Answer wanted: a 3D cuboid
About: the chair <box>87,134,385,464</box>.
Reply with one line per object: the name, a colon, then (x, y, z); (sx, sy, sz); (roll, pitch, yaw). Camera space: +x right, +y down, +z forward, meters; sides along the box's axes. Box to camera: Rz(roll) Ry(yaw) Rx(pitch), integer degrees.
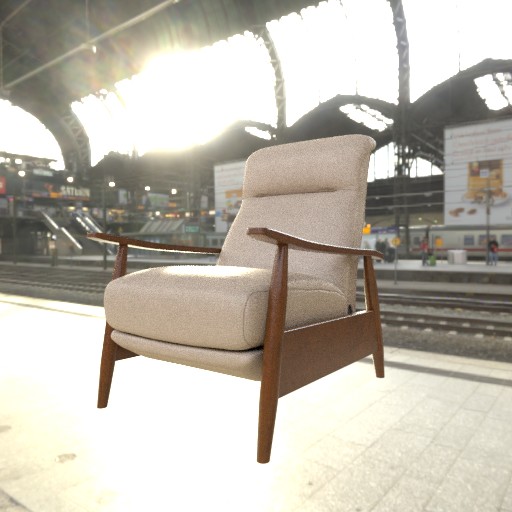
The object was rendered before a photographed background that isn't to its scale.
chair: (0.000, 0.000, 1.775); (0.762, 1.082, 1.030); (1, 2, 35)
